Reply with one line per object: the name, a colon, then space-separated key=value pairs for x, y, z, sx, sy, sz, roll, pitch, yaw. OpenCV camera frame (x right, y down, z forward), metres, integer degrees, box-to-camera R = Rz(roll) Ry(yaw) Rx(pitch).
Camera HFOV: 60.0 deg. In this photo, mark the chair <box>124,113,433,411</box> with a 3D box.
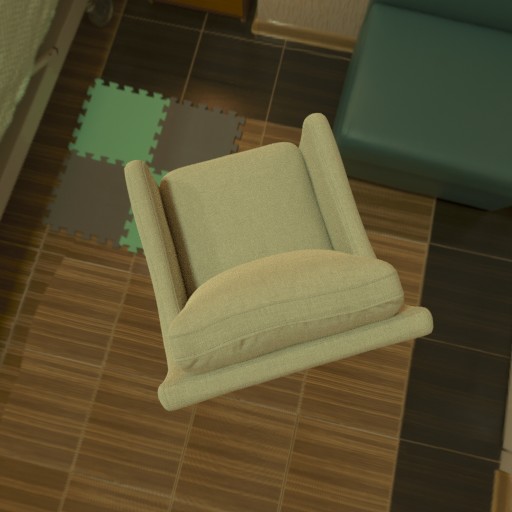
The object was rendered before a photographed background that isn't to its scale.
chair: x=0.000 y=0.000 z=1.359 sx=0.626 sy=0.914 sz=0.694 roll=-16 pitch=77 yaw=-4
